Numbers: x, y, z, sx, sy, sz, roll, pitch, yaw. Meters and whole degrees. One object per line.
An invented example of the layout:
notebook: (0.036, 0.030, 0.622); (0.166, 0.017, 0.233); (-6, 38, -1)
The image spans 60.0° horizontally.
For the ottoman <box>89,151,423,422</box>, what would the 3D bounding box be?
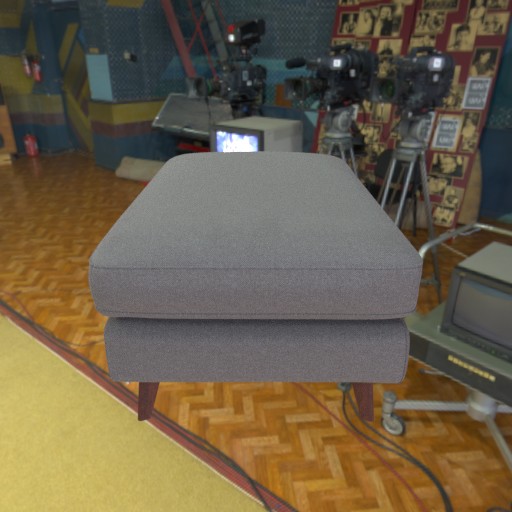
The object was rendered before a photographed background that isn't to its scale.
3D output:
ottoman: (0.000, 0.000, 1.169); (0.608, 0.449, 0.811); (0, 25, 0)
